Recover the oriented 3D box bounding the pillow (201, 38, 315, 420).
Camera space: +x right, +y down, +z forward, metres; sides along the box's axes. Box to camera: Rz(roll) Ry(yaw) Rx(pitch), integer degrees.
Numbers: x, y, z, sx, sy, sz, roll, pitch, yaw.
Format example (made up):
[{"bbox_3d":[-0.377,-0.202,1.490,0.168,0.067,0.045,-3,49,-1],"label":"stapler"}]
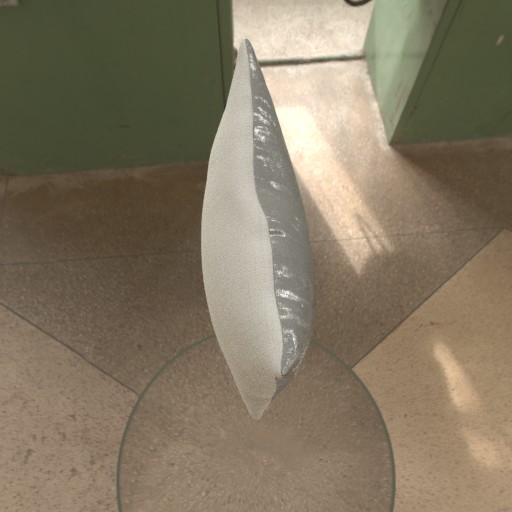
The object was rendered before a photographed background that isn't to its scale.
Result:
[{"bbox_3d":[0.000,0.000,0.727,0.175,0.464,0.470,-4,65,-2],"label":"pillow"}]
